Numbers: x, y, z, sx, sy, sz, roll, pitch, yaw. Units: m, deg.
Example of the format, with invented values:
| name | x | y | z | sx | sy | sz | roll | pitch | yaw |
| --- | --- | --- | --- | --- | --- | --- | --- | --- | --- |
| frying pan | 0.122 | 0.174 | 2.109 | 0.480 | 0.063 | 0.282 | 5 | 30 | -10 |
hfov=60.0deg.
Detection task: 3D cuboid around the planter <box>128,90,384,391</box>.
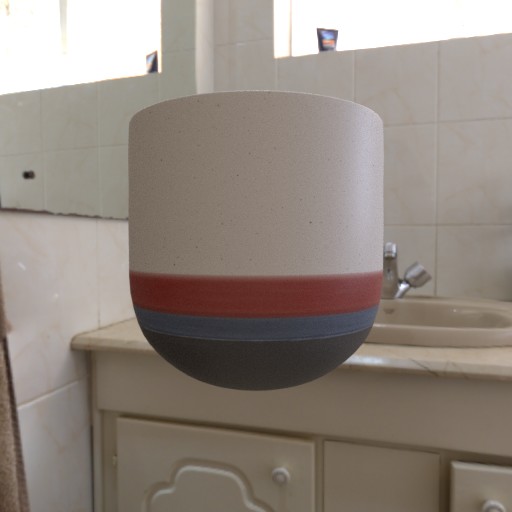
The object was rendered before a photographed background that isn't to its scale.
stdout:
| name | x | y | z | sx | sy | sz | roll | pitch | yaw |
| --- | --- | --- | --- | --- | --- | --- | --- | --- | --- |
| planter | 0.000 | 0.000 | 0.486 | 0.268 | 0.270 | 0.268 | 0 | 2 | 0 |
